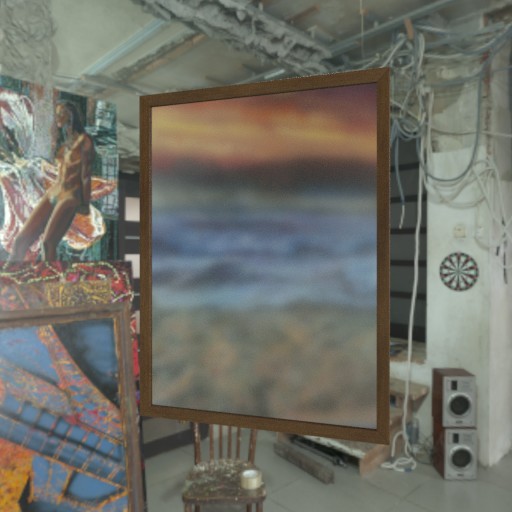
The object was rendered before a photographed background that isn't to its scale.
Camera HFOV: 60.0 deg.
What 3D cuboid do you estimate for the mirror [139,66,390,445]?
[{"bbox_3d":[0.000,0.000,1.317,0.762,1.016,0.040,0,0,17],"label":"mirror"}]
